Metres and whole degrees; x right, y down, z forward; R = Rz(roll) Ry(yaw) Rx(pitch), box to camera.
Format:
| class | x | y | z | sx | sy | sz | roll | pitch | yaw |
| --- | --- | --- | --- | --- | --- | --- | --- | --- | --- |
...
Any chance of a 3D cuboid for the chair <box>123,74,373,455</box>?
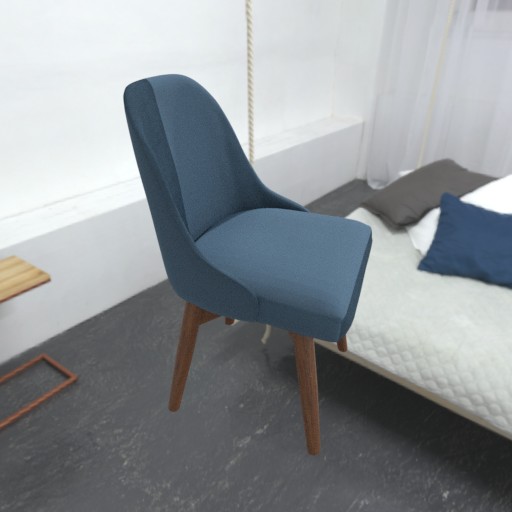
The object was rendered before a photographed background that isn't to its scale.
| class | x | y | z | sx | sy | sz | roll | pitch | yaw |
| --- | --- | --- | --- | --- | --- | --- | --- | --- | --- |
| chair | 0.000 | 0.000 | 1.213 | 0.589 | 0.882 | 0.503 | 10 | 32 | 17 |
